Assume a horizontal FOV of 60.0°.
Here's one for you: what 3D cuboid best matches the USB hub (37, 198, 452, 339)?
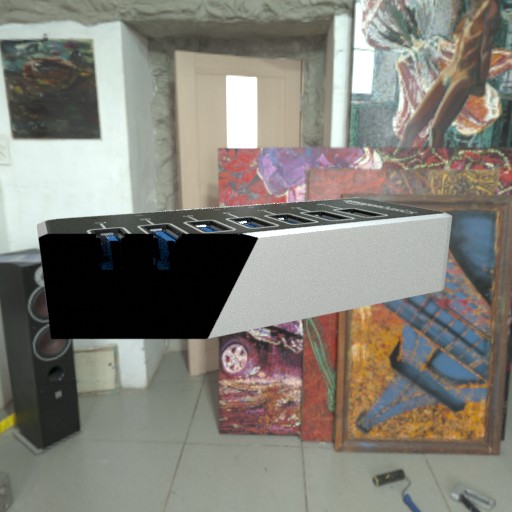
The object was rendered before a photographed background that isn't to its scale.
[{"bbox_3d":[0.000,0.000,0.126,0.110,0.023,0.044,-7,16,-26],"label":"USB hub"}]
